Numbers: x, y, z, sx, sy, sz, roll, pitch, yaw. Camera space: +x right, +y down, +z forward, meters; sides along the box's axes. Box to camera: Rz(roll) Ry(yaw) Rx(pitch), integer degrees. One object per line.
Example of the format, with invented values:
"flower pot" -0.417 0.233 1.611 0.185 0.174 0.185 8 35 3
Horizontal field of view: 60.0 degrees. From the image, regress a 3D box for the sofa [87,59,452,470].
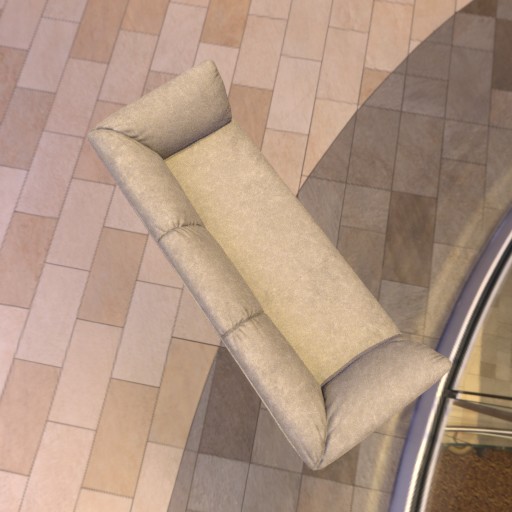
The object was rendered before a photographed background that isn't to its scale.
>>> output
"sofa" 0.000 0.000 2.687 0.899 0.758 2.238 -34 78 -8
